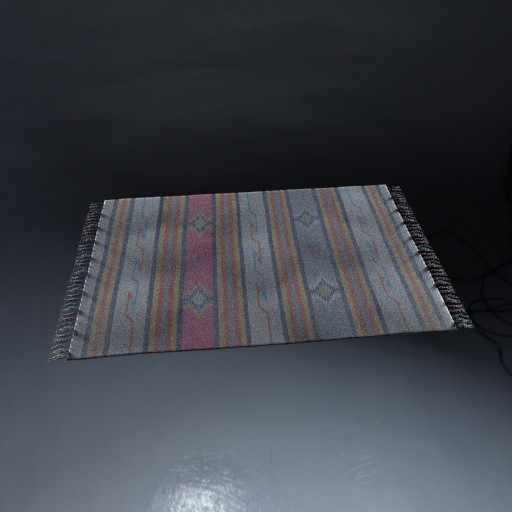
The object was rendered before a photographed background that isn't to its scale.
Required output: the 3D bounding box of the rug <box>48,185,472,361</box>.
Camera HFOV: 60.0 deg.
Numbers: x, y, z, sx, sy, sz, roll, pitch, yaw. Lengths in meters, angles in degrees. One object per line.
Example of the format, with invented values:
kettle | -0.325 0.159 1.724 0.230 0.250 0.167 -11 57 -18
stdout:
rug | 0.000 0.000 2.278 1.849 0.013 1.084 -4 45 -4
